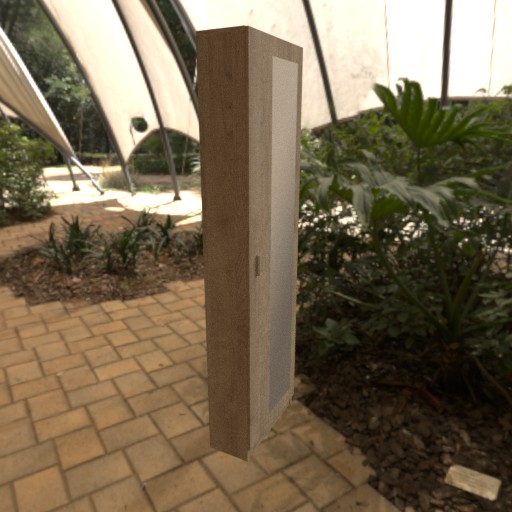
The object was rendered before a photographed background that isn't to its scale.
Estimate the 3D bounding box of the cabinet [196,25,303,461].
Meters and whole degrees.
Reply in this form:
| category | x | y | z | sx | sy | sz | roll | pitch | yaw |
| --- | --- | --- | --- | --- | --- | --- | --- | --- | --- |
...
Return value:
| category | x | y | z | sx | sy | sz | roll | pitch | yaw |
| --- | --- | --- | --- | --- | --- | --- | --- | --- | --- |
| cabinet | 0.000 | 0.000 | 2.012 | 0.230 | 1.790 | 0.500 | 8 | 18 | 27 |
